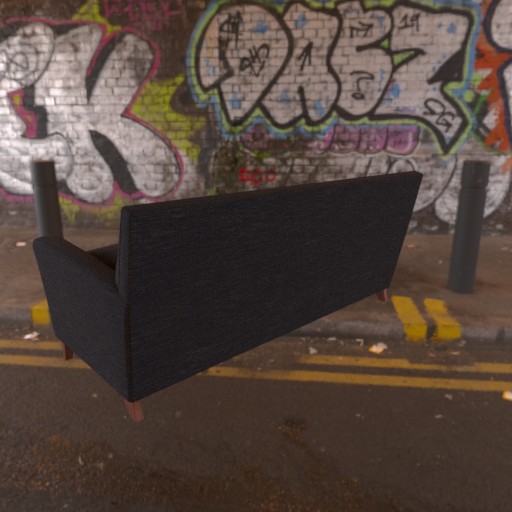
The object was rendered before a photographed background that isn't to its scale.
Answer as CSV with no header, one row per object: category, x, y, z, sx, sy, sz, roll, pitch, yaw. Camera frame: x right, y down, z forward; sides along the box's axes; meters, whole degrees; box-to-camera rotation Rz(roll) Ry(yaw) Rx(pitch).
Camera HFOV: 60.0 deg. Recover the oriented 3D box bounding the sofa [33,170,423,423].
sofa,0.000,0.000,2.390,1.976,0.846,0.875,-15,21,-42
